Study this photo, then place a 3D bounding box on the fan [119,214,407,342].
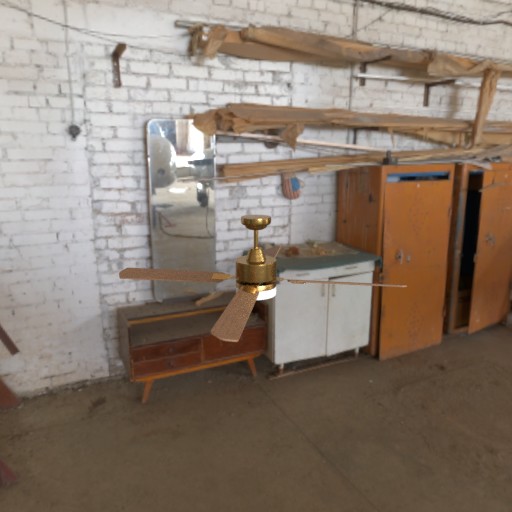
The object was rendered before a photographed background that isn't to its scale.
[{"bbox_3d":[0.000,0.000,1.993,1.320,0.355,1.320,2,14,9],"label":"fan"}]
